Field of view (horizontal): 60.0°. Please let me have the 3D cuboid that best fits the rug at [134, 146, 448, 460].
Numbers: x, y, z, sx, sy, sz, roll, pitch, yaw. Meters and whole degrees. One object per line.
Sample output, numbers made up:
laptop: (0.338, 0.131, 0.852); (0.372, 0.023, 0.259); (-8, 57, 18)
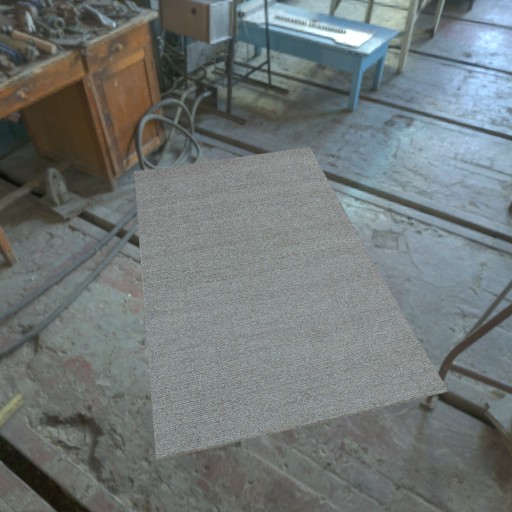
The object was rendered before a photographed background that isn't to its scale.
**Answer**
rug: (0.000, 0.000, 2.265); (1.154, 0.021, 1.792); (-10, 47, -9)
